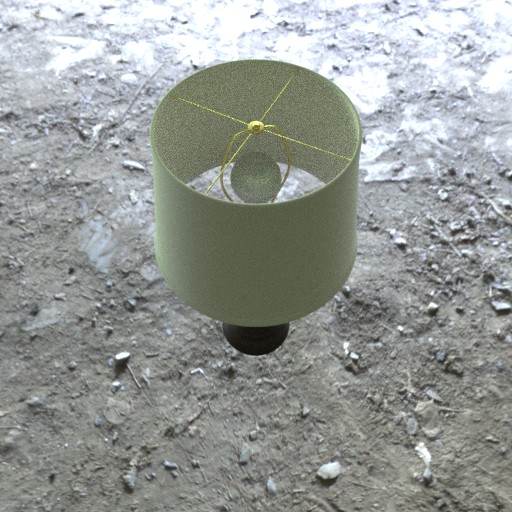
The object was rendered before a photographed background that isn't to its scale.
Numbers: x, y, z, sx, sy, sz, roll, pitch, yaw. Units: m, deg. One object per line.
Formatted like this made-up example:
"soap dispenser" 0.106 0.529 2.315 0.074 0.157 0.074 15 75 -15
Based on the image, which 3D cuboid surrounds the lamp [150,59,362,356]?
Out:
"lamp" 0.000 0.000 0.798 0.335 0.611 0.335 0 58 0
